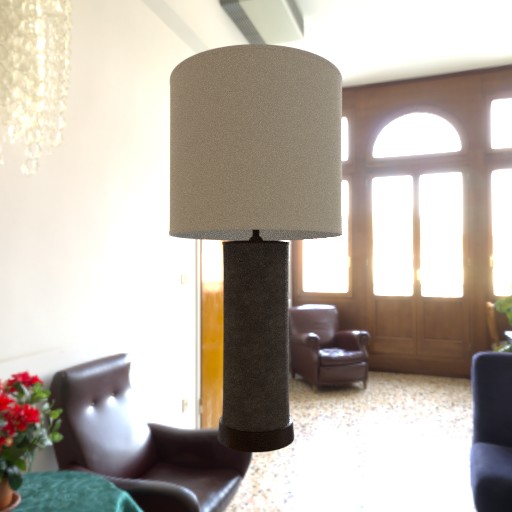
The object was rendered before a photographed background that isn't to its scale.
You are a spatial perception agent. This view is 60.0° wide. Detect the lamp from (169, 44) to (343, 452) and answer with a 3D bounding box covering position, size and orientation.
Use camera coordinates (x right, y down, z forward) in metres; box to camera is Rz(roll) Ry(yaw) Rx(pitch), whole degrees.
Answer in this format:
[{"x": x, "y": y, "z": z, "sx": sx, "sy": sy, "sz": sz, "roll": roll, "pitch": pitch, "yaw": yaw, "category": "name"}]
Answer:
[{"x": 0.000, "y": 0.000, "z": 0.780, "sx": 0.301, "sy": 0.630, "sz": 0.301, "roll": 0, "pitch": -1, "yaw": -16, "category": "lamp"}]
